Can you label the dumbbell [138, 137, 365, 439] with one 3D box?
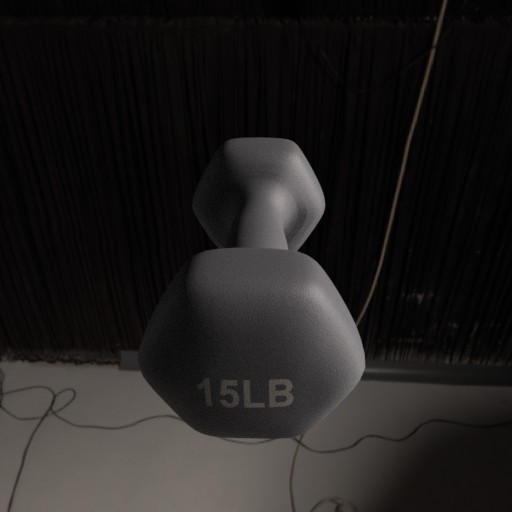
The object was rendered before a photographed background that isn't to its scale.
[{"bbox_3d":[0.000,0.000,0.308,0.116,0.105,0.240,1,31,2],"label":"dumbbell"}]
